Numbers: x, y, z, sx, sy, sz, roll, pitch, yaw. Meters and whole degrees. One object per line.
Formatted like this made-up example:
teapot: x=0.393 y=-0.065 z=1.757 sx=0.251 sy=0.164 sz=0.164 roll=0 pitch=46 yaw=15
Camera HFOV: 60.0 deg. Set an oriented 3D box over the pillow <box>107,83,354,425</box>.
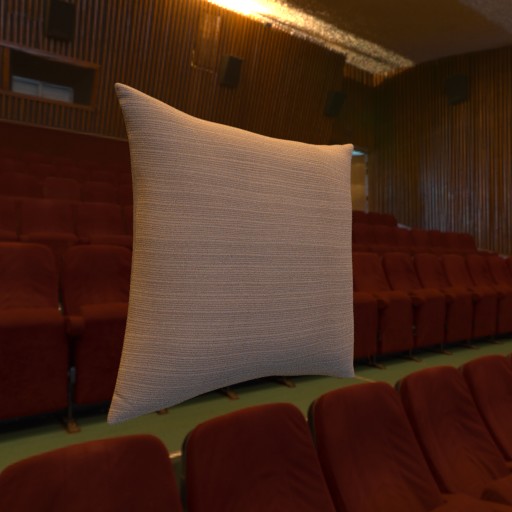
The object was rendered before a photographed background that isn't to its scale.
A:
pillow: x=0.000 y=0.000 z=0.782 sx=0.512 sy=0.497 sz=0.204 roll=2 pitch=-3 yaw=-36
